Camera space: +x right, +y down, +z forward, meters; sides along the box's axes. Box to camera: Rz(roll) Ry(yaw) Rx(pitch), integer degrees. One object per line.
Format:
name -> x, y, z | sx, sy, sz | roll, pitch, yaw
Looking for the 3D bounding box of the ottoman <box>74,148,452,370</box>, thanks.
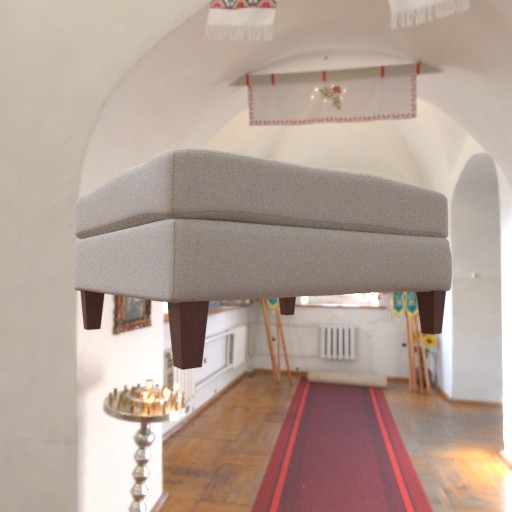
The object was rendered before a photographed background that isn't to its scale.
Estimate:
ottoman -> 0.000, 0.000, 1.461 | 0.976, 0.492, 0.836 | 1, -2, -35
